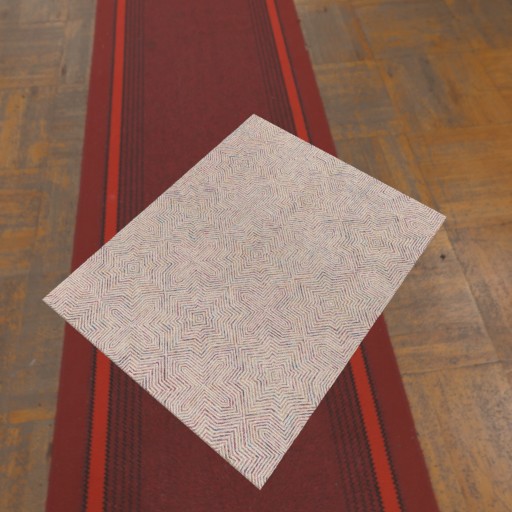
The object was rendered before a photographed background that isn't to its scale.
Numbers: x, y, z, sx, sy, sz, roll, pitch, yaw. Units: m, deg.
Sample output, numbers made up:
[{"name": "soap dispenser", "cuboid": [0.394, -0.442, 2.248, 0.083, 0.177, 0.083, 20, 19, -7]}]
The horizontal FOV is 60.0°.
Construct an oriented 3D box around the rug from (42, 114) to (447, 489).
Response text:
[{"name": "rug", "cuboid": [0.000, 0.000, 4.169, 2.442, 0.008, 3.046, 33, 64, 19]}]
